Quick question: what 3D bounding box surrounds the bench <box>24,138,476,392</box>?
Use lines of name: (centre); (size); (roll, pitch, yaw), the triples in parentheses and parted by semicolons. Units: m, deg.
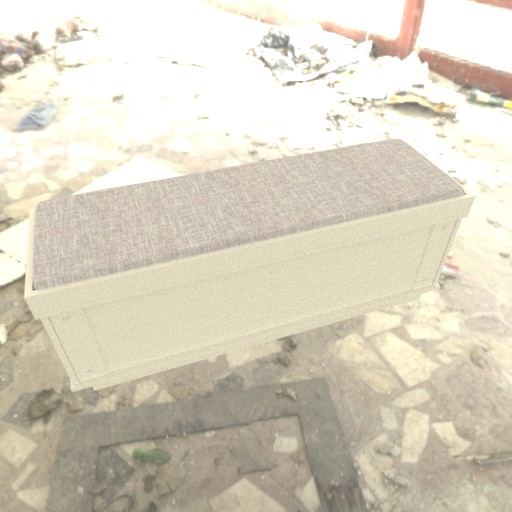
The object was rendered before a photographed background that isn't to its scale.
bench: (0.000, 0.000, 1.378); (1.196, 0.453, 0.363); (-13, 43, -14)
